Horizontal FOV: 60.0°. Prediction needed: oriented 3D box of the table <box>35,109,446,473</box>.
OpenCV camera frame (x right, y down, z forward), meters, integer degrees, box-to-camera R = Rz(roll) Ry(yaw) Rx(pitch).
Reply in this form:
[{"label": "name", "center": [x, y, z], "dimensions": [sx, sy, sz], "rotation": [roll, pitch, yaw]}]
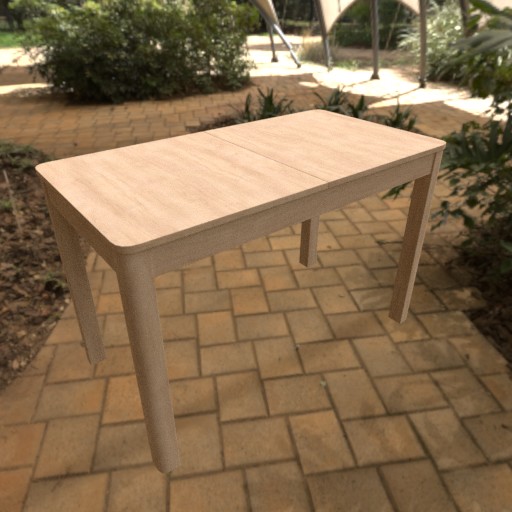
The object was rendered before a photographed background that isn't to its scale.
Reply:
[{"label": "table", "center": [0.000, 0.000, 1.892], "dimensions": [1.400, 0.900, 0.750], "rotation": [-22, 37, -32]}]
